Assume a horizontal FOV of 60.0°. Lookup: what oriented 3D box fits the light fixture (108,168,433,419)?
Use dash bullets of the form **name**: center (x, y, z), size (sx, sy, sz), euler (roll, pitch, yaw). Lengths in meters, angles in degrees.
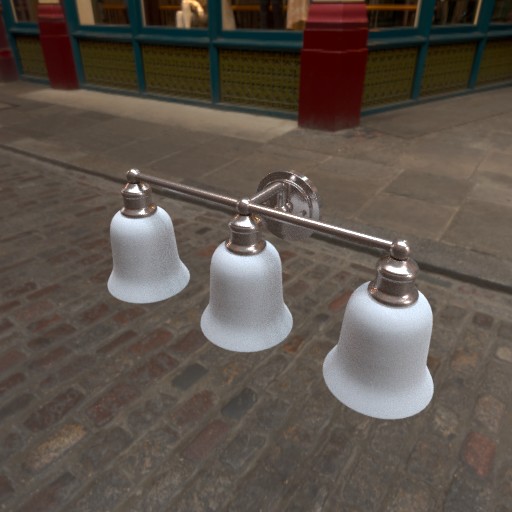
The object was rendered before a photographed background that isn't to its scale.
- **light fixture**: center (0.000, 0.000, 0.665), size (0.570, 0.211, 0.198), euler (18, 35, 28)
